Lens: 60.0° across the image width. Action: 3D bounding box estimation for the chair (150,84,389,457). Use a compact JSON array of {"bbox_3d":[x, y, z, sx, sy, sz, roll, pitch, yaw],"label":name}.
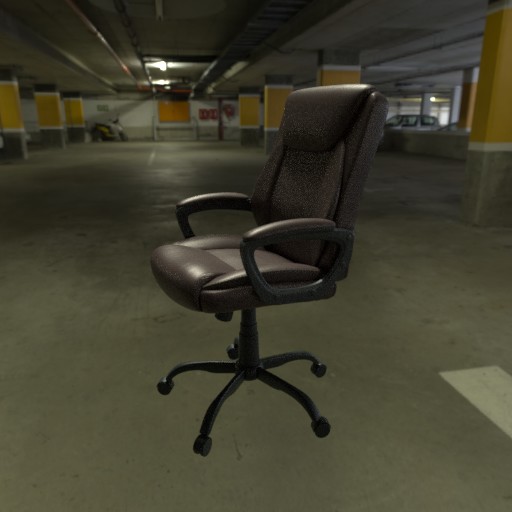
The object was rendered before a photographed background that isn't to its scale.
[{"bbox_3d":[0.000,0.000,1.468,0.655,1.072,0.615,-9,19,-27],"label":"chair"}]
